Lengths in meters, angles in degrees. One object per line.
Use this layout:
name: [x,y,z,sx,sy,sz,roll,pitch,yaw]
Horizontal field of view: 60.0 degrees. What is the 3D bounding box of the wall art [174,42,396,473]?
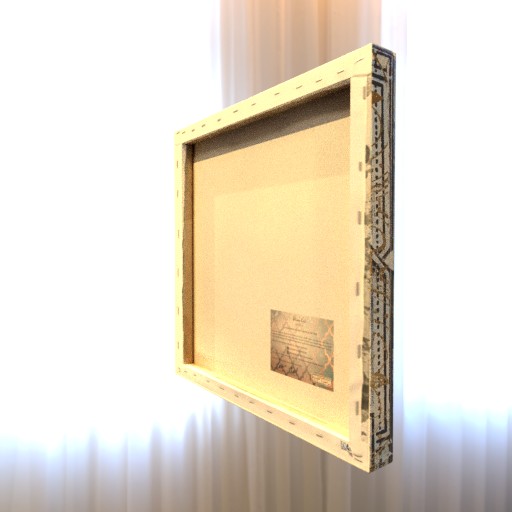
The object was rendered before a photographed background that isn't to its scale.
wall art: [0.000,0.000,0.595,0.038,0.410,0.411,-1,2,-37]
